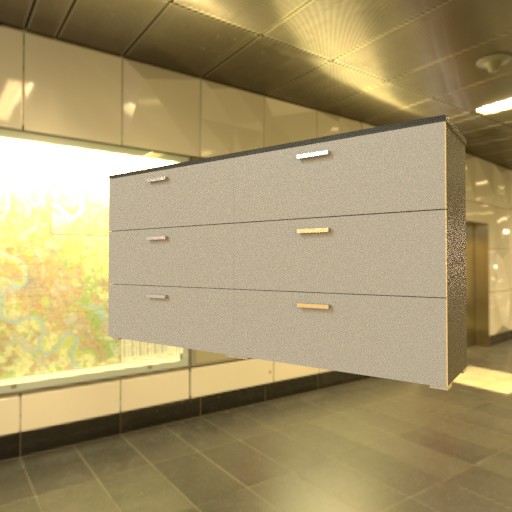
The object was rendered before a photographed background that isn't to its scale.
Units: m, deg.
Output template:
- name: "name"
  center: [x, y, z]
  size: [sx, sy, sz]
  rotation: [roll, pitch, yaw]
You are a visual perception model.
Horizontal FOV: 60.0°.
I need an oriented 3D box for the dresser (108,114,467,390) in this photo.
- name: "dresser"
  center: [0.000, 0.000, 1.823]
  size: [1.535, 0.790, 0.333]
  rotation: [-1, -1, 35]
